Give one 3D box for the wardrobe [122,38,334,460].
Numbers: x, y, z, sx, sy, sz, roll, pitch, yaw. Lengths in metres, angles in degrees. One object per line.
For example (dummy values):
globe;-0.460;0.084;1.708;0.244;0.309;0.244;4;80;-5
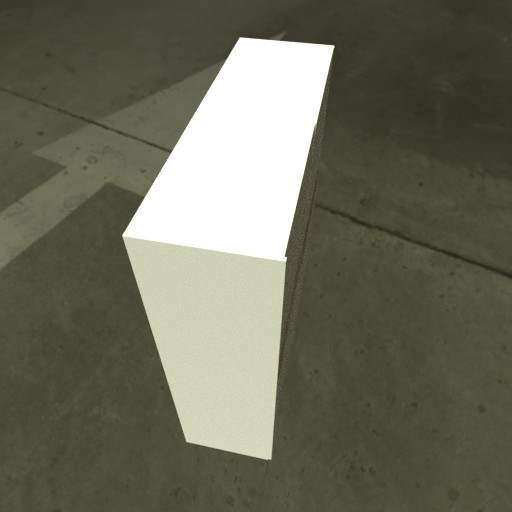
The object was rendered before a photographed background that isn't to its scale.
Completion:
wardrobe;0.000;0.000;2.912;0.600;2.020;1.830;9;48;8
